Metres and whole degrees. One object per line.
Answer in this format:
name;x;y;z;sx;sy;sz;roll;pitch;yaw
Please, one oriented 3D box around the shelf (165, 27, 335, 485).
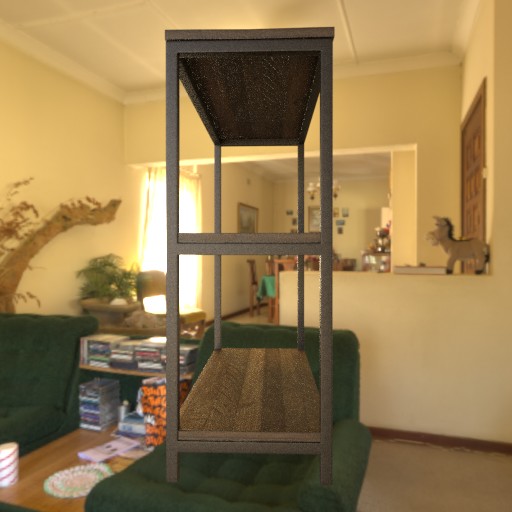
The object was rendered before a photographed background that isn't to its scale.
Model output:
shelf;0.000;0.000;1.331;0.352;0.947;0.822;0;0;2
